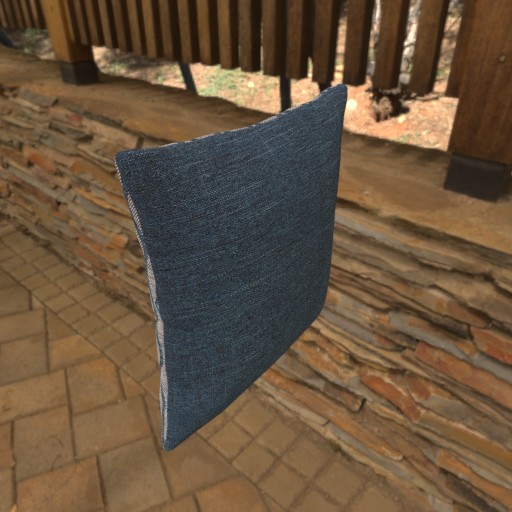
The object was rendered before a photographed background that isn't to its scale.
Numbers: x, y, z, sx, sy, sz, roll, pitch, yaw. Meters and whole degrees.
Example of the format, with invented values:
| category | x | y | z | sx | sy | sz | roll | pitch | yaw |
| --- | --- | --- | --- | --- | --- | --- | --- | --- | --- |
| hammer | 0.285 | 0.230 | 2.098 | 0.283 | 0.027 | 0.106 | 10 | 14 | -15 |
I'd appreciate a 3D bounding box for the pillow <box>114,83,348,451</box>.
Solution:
| category | x | y | z | sx | sy | sz | roll | pitch | yaw |
| --- | --- | --- | --- | --- | --- | --- | --- | --- | --- |
| pillow | 0.000 | 0.000 | 0.659 | 0.159 | 0.435 | 0.435 | 21 | 38 | 30 |
